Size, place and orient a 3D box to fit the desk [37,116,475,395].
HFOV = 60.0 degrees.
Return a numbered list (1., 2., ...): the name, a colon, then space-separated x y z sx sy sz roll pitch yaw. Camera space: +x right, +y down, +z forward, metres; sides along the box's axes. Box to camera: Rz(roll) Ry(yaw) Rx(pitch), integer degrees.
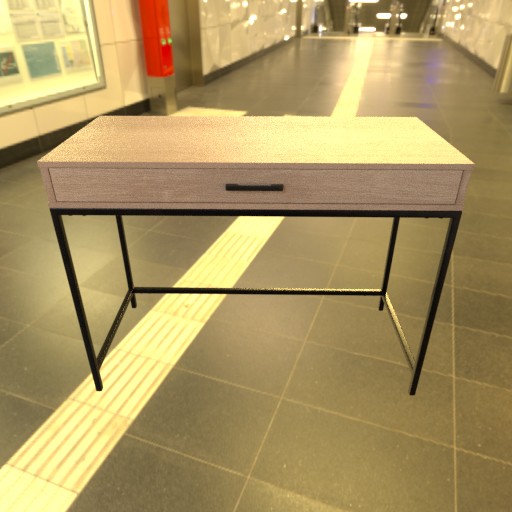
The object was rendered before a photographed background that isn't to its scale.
1. desk: 0.000 0.000 1.412 1.016 0.762 0.470 0 30 1
